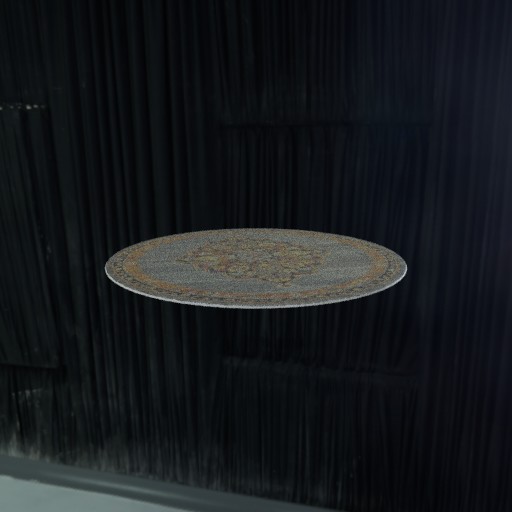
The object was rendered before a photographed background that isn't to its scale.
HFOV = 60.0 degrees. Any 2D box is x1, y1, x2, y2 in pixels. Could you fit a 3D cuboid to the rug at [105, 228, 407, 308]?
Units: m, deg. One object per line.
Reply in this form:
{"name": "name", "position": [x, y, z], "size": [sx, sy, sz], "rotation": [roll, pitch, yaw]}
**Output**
{"name": "rug", "position": [0.000, 0.000, 2.473], "size": [1.598, 0.010, 1.598], "rotation": [0, 14, 0]}
